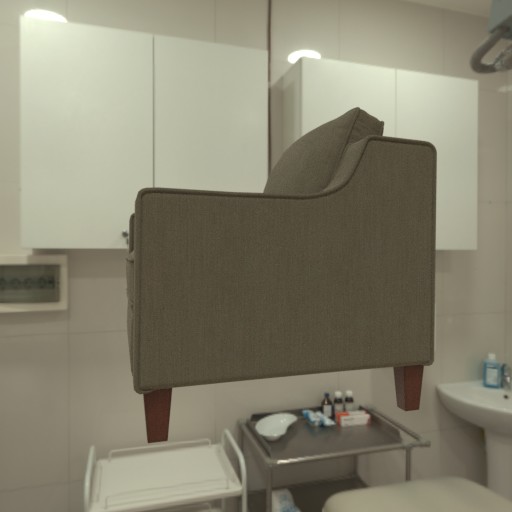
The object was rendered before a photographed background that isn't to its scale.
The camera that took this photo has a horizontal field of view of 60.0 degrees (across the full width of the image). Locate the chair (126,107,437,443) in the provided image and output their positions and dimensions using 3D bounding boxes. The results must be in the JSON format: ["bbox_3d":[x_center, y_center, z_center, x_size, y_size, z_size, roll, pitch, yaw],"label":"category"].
[{"bbox_3d":[0.000,0.000,1.619,0.909,0.960,0.831,0,1,-17],"label":"chair"}]
